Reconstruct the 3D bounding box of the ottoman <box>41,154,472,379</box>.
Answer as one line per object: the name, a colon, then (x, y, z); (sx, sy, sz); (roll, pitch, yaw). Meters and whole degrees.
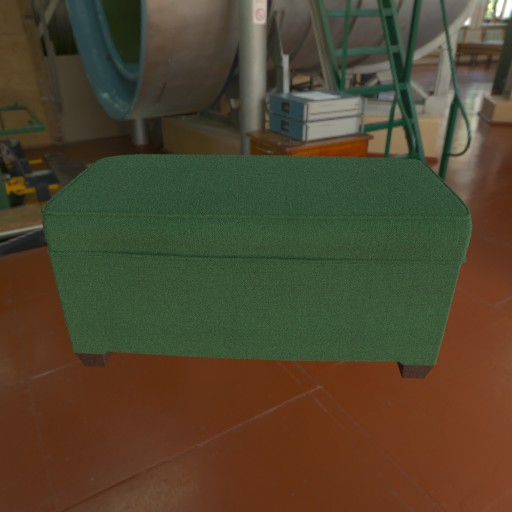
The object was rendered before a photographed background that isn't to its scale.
ottoman: (0.000, 0.000, 1.227); (0.957, 0.471, 0.483); (1, 29, 3)
